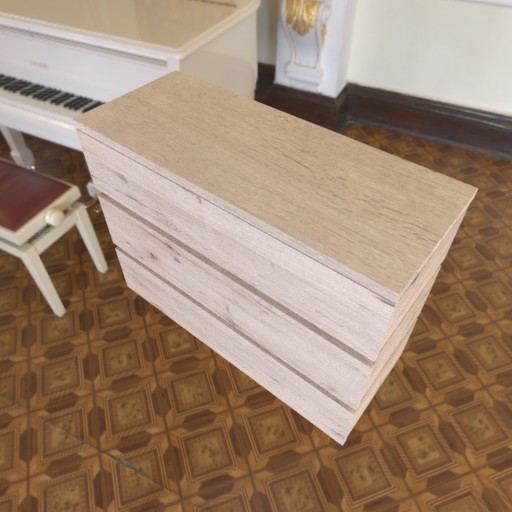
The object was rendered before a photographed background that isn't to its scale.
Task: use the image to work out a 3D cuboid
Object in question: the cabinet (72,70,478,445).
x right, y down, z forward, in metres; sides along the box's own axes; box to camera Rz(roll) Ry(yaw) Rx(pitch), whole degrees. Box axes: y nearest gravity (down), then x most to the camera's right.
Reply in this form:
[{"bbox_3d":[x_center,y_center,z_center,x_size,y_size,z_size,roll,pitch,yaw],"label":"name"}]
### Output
[{"bbox_3d":[0.000,0.000,1.479,1.040,0.820,0.420,30,54,26],"label":"cabinet"}]
